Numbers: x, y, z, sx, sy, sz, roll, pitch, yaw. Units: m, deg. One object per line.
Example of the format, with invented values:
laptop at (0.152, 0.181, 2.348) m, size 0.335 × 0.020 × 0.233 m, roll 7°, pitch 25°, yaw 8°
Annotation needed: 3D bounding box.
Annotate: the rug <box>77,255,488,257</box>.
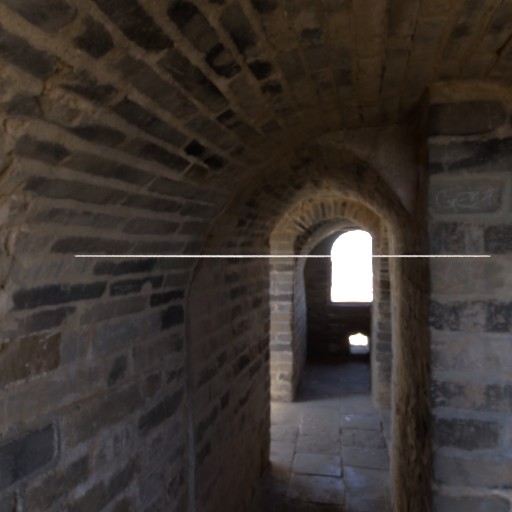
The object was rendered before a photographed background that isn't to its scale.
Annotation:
rug at (0.000, 0.000, 3.969) m, size 2.380 × 0.008 × 2.977 m, roll 0°, pitch 0°, yaw -36°
